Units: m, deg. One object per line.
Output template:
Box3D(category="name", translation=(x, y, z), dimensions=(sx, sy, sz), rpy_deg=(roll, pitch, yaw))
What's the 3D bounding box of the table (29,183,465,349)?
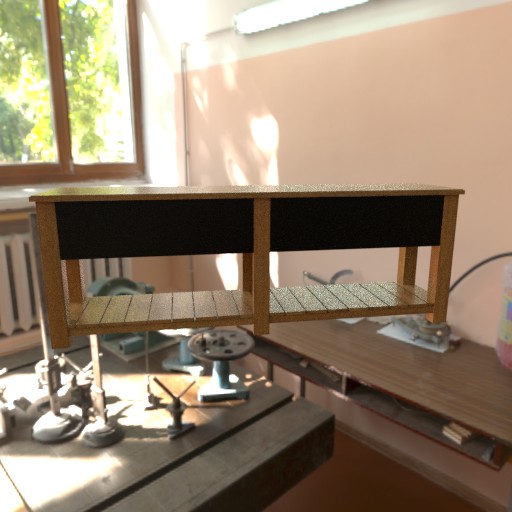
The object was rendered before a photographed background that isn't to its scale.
Box3D(category="table", translation=(0.000, 0.000, 2.097), dimensions=(1.815, 0.635, 0.425), rpy_deg=(-2, 13, -9))
